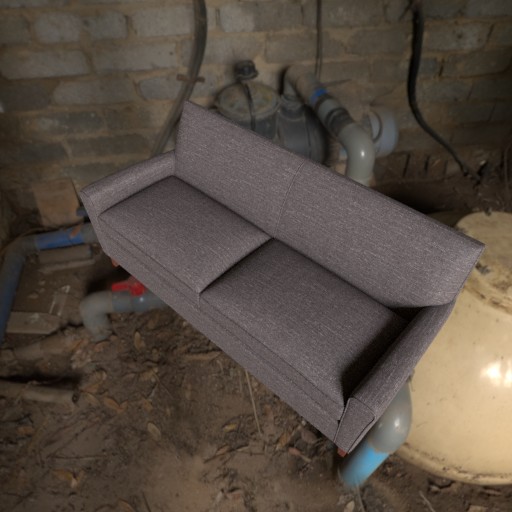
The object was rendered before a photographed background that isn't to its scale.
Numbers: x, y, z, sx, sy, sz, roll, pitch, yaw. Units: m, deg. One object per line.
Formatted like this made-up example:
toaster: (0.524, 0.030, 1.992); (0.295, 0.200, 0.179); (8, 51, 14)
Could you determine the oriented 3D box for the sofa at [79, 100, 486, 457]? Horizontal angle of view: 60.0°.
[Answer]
sofa: (0.000, 0.000, 2.424); (1.976, 0.846, 0.875); (33, 55, 27)
